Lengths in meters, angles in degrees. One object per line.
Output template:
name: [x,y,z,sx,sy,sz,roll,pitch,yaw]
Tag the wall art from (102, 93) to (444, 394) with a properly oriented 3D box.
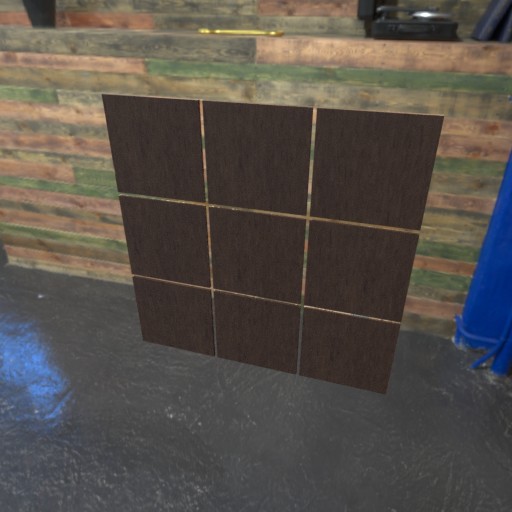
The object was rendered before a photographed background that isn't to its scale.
wall art: [0.000,0.000,1.827,1.215,1.213,0.013,9,31,15]
